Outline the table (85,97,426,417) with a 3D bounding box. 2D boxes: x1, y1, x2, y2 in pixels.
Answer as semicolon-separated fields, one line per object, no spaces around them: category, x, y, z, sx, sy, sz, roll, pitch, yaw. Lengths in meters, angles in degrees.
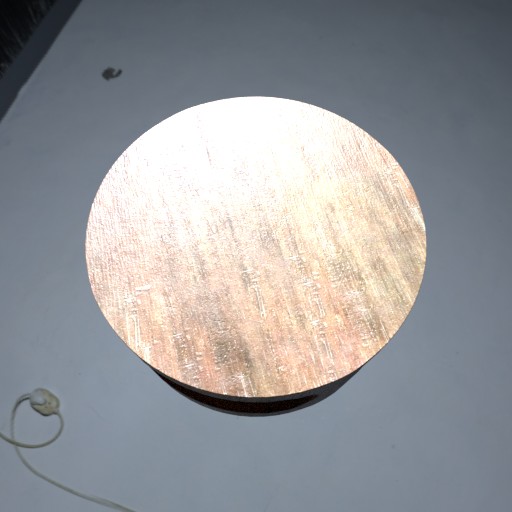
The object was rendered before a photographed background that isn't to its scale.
table;0.000;0.000;1.484;0.974;0.450;0.974;0;64;0
